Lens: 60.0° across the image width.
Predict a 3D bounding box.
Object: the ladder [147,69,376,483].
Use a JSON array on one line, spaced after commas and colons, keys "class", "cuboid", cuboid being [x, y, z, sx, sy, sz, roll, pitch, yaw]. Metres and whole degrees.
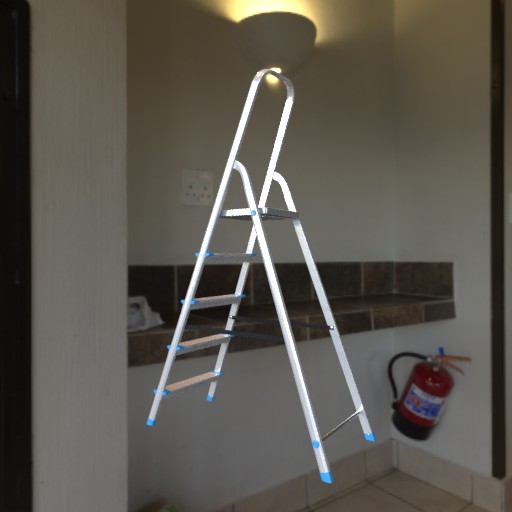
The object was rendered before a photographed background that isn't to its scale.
[{"class": "ladder", "cuboid": [0.000, 0.000, 2.078, 0.990, 1.648, 0.468, 0, 0, 35]}]
